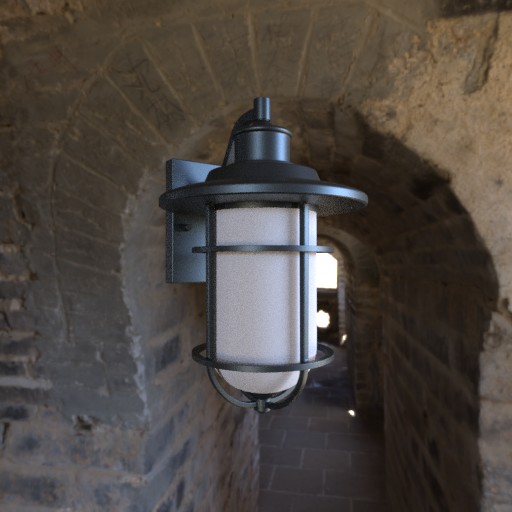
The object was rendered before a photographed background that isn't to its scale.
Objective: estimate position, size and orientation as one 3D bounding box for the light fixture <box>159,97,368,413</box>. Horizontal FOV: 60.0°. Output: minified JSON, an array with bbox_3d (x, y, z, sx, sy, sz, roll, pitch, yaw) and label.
[{"bbox_3d":[0.000,0.000,0.498,0.222,0.345,0.252,0,-1,-36],"label":"light fixture"}]
